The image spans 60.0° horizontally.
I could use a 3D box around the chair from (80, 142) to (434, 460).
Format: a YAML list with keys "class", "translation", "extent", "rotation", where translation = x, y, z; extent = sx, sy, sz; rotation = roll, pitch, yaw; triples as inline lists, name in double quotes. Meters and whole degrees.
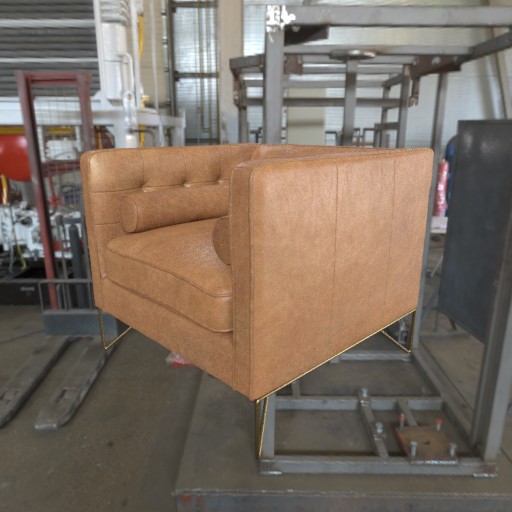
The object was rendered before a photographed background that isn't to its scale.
- class: "chair"
  translation: [0.000, 0.000, 1.670]
  extent: [0.912, 0.797, 0.920]
  rotation: [-15, 22, -42]
